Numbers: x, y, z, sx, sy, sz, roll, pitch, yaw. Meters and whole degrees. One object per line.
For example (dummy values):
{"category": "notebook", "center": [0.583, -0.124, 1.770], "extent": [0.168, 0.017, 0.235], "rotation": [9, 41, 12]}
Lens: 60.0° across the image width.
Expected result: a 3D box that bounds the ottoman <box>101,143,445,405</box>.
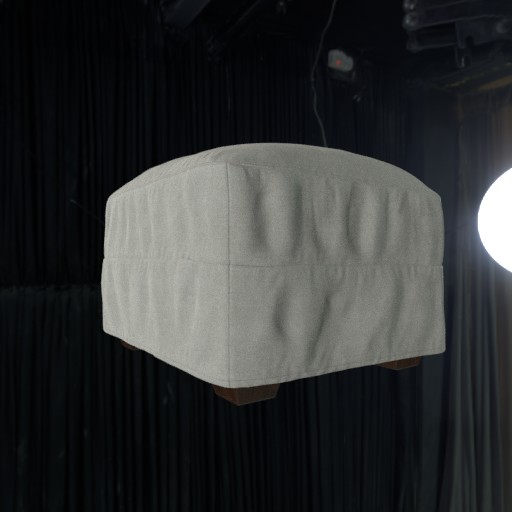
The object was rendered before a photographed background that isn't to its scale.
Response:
{"category": "ottoman", "center": [0.000, 0.000, 1.078], "extent": [0.584, 0.480, 0.712], "rotation": [0, 0, -34]}
